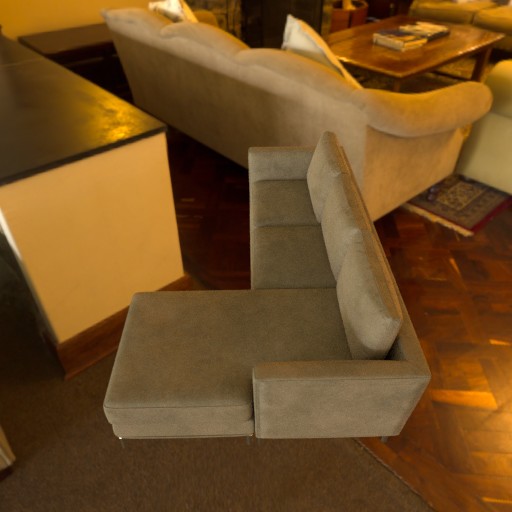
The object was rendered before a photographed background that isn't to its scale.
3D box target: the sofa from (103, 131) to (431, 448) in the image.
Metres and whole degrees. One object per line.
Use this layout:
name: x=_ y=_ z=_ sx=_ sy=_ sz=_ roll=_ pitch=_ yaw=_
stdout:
sofa: x=0.000 y=0.000 z=3.169 sx=1.622 sy=0.987 sz=2.438 roll=-1 pitch=40 yaw=-1
